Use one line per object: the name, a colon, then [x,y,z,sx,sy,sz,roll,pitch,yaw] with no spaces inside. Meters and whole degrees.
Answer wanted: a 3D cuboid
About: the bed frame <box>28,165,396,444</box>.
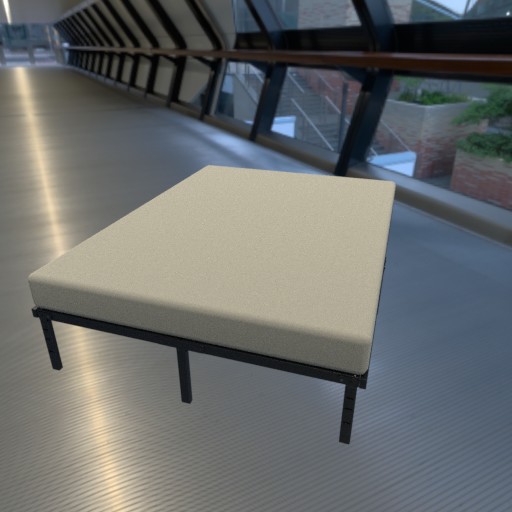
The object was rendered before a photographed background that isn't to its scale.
bed frame: [0.000,0.000,3.547,1.990,0.680,2.635,8,28,16]
